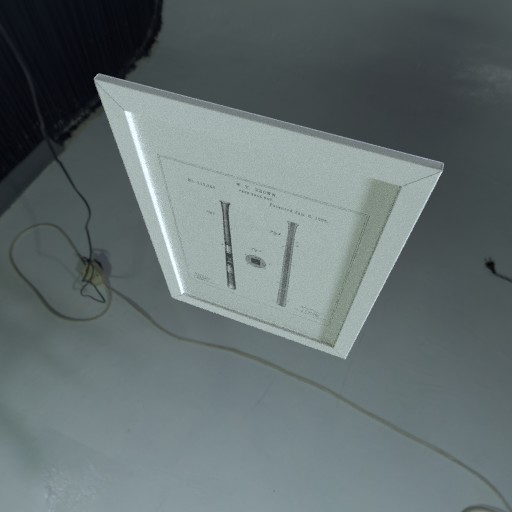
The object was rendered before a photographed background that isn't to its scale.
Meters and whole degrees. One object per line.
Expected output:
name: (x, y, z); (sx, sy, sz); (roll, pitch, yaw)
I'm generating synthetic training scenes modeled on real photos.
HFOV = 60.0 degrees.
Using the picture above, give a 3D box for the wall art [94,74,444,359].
wall art: (0.000, 0.000, 0.673); (0.374, 0.529, 0.012); (18, 60, 11)
